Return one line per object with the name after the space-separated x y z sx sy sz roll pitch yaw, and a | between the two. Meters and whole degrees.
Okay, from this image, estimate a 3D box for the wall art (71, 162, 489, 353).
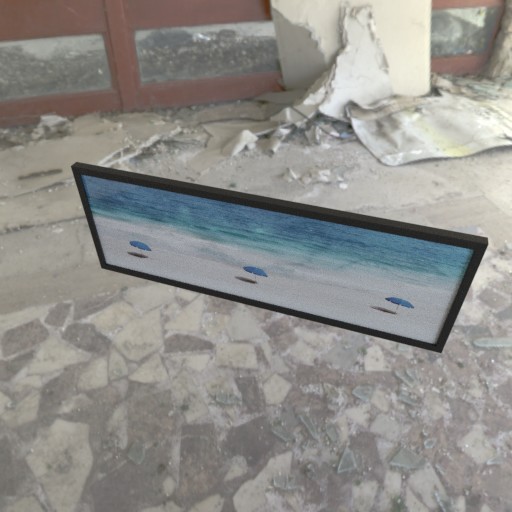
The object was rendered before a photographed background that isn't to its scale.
0.000 0.000 1.792 1.572 0.554 0.041 12 42 14 | wall art
